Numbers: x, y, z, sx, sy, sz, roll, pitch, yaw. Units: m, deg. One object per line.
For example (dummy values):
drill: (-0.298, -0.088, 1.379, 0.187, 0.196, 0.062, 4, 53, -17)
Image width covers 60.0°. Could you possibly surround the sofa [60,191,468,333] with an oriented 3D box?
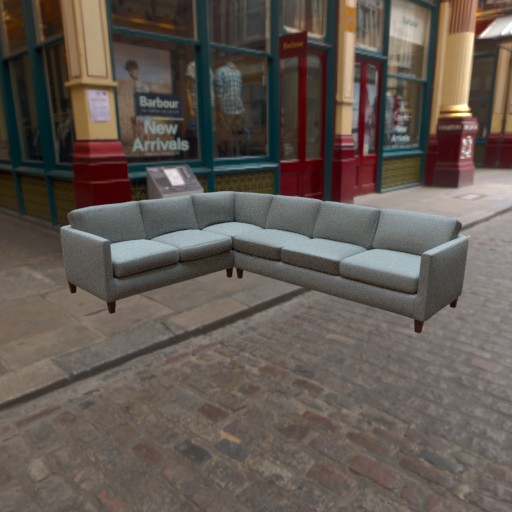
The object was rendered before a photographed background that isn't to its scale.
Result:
sofa: (0.000, 0.000, 4.495, 3.301, 0.947, 2.592, 14, 20, 42)
